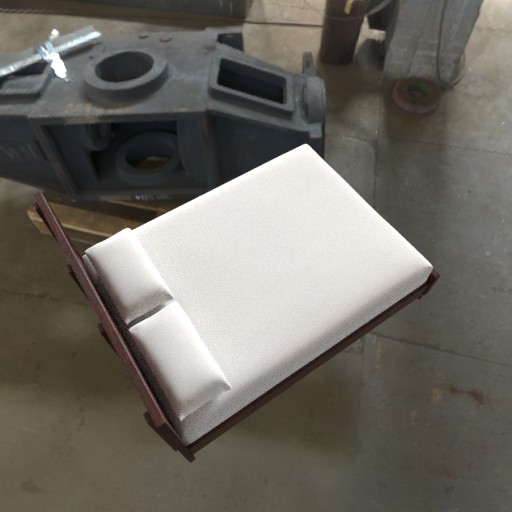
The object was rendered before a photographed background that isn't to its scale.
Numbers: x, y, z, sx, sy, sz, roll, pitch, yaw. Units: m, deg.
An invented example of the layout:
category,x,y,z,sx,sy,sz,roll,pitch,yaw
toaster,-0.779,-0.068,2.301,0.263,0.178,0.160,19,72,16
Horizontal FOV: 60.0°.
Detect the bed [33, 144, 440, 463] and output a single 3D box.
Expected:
category,x,y,z,sx,sy,sz,roll,pitch,yaw
bed,0.000,0.000,3.976,2.803,1.492,2.040,-30,63,-17
